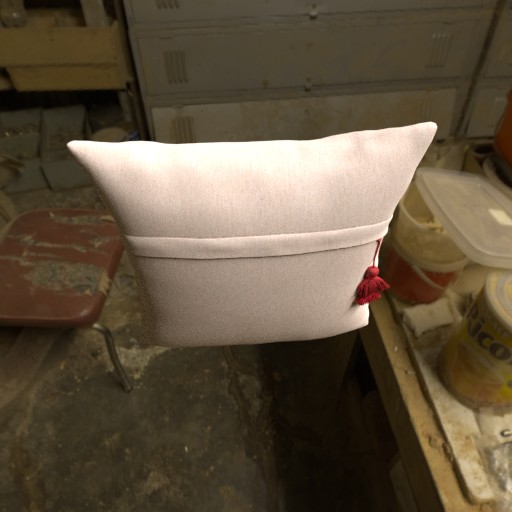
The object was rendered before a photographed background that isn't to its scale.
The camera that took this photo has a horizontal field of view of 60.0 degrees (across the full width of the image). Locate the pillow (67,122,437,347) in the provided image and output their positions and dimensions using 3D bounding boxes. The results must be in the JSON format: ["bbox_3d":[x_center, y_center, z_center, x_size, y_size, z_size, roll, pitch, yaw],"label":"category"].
[{"bbox_3d":[0.000,0.000,0.678,0.433,0.436,0.173,-4,47,-4],"label":"pillow"}]
